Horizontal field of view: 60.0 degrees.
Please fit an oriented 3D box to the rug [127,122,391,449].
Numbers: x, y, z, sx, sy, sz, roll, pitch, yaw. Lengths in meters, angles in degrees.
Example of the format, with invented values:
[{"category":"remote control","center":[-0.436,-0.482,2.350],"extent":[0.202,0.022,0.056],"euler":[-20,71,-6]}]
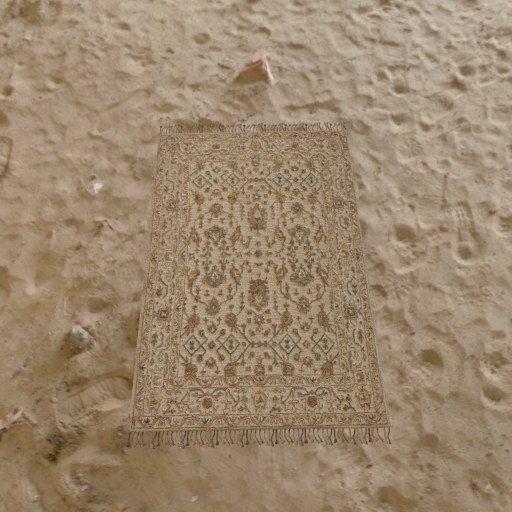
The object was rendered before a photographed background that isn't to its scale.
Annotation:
[{"category":"rug","center":[0.000,0.000,3.072],"extent":[1.529,0.027,2.434],"euler":[-1,63,-1]}]
